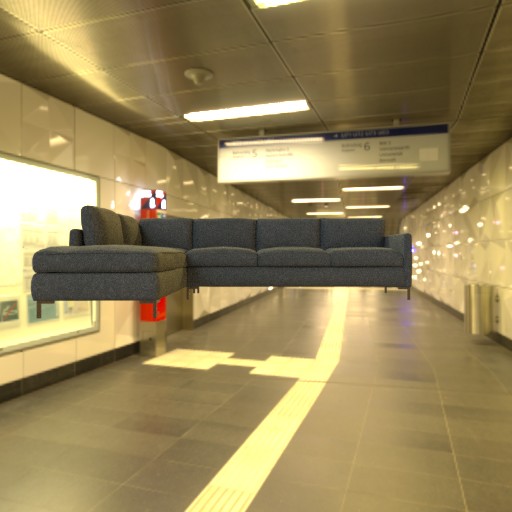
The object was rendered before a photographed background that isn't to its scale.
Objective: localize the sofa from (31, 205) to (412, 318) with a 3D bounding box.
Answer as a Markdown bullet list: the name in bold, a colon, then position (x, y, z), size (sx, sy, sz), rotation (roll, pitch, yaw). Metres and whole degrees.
- **sofa**: position (0.000, 0.000, 3.858), size (2.949, 0.815, 2.007), rotation (0, 0, -1)
